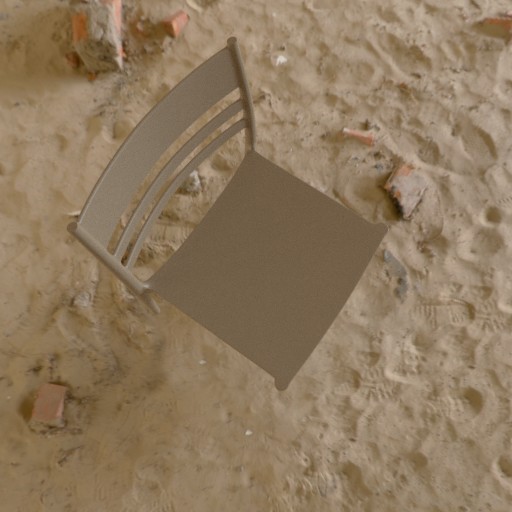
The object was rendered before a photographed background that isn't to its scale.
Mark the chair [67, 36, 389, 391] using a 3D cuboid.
[{"bbox_3d":[0.000,0.000,1.126,0.511,0.800,0.531,34,77,9],"label":"chair"}]
